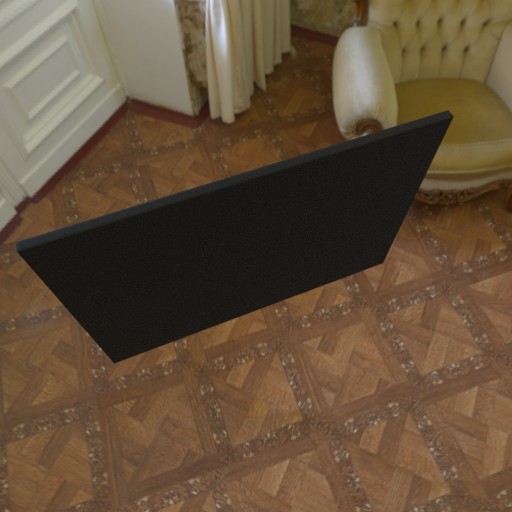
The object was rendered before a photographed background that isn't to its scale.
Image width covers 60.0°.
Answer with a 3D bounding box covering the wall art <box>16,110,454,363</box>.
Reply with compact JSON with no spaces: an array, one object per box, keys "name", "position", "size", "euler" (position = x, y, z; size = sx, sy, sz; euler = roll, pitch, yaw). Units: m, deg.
[{"name":"wall art","position":[0.000,0.000,1.201],"size":[0.964,0.659,0.049],"euler":[-18,60,-11]}]
